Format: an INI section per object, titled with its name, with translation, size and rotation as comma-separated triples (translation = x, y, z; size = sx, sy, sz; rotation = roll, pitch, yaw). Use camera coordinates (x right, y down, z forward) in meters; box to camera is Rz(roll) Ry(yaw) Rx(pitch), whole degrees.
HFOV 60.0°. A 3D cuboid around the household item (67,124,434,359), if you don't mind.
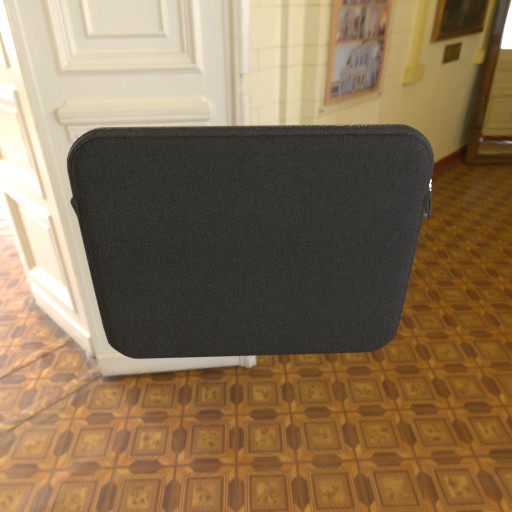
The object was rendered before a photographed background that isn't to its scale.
[household item]
translation = 0.000, 0.000, 0.524
size = 0.396, 0.305, 0.030
rotation = -1, 31, -2
